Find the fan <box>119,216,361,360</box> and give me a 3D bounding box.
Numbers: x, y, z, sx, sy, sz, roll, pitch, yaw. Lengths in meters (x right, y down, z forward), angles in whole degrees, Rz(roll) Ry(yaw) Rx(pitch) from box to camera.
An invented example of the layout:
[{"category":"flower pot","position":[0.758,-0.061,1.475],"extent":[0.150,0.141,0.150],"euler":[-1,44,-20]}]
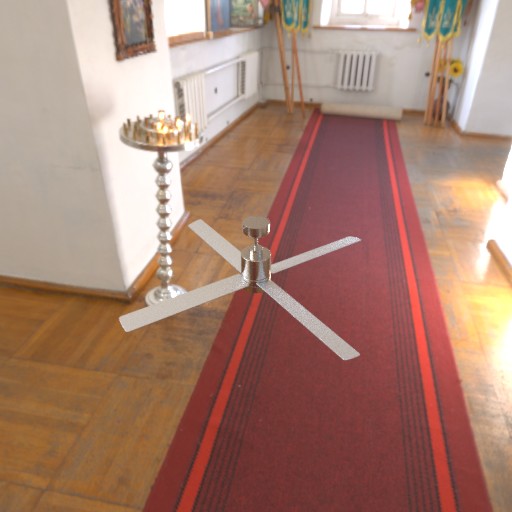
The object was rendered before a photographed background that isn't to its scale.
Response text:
[{"category":"fan","position":[0.000,0.000,2.073],"extent":[1.322,0.355,1.322],"euler":[-19,37,-28]}]
